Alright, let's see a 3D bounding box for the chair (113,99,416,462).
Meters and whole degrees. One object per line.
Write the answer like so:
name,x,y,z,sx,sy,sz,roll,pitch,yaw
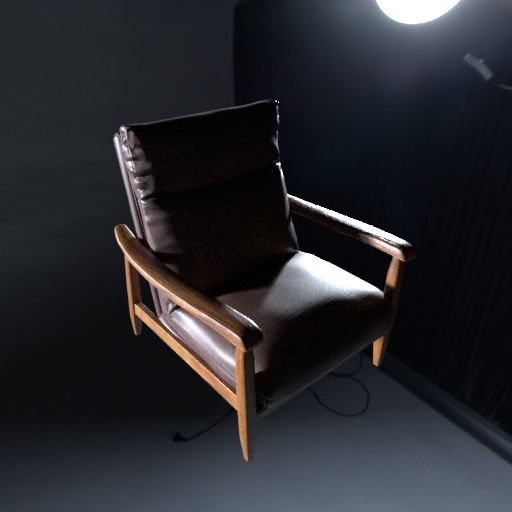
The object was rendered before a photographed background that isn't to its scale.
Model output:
chair,0.000,0.000,1.562,0.782,0.897,0.830,-23,38,-33
